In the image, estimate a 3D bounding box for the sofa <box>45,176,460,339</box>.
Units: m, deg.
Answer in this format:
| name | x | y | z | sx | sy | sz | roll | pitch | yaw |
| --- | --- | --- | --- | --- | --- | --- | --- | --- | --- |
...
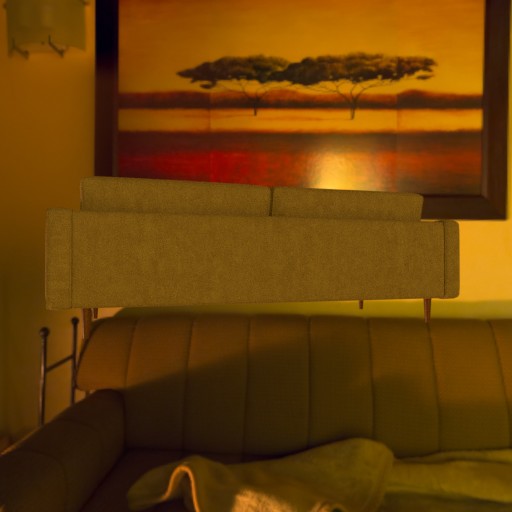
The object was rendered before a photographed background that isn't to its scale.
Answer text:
| name | x | y | z | sx | sy | sz | roll | pitch | yaw |
| --- | --- | --- | --- | --- | --- | --- | --- | --- | --- |
| sofa | 0.000 | 0.000 | 2.660 | 2.200 | 0.770 | 0.919 | 0 | -1 | -17 |
